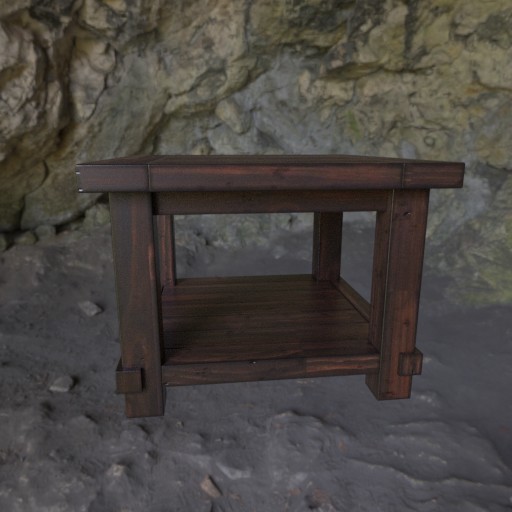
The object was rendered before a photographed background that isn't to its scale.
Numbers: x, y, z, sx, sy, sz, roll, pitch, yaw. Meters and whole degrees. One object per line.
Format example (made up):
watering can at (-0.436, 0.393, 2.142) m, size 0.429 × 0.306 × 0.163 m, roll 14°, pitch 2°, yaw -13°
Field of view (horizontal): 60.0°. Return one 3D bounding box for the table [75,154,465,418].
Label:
table at (0.000, 0.000, 1.008) m, size 0.593 × 0.437 × 0.606 m, roll -2°, pitch 14°, yaw -7°
